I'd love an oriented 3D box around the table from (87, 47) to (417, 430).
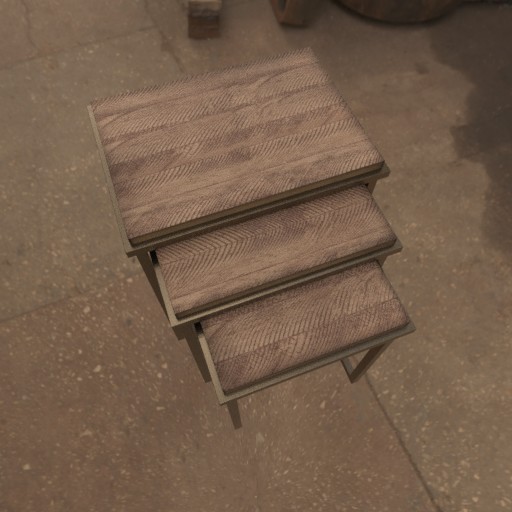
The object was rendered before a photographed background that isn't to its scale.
[{"bbox_3d":[0.000,0.000,1.145,0.559,0.610,0.706,-18,63,-10],"label":"table"}]
